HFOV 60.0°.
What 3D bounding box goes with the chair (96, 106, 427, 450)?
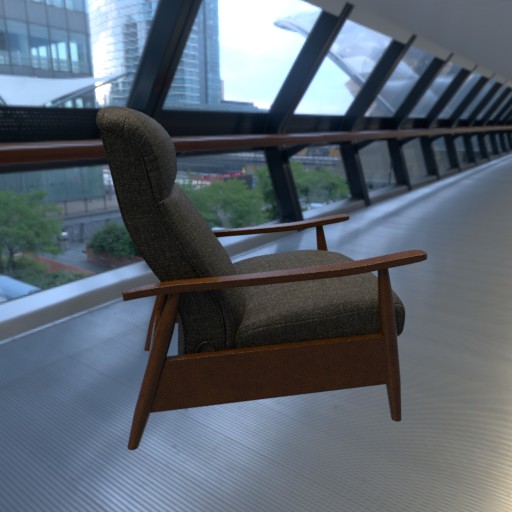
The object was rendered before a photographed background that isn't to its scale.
[{"bbox_3d":[0.000,0.000,1.737,1.014,1.082,0.762,-2,15,-9],"label":"chair"}]
